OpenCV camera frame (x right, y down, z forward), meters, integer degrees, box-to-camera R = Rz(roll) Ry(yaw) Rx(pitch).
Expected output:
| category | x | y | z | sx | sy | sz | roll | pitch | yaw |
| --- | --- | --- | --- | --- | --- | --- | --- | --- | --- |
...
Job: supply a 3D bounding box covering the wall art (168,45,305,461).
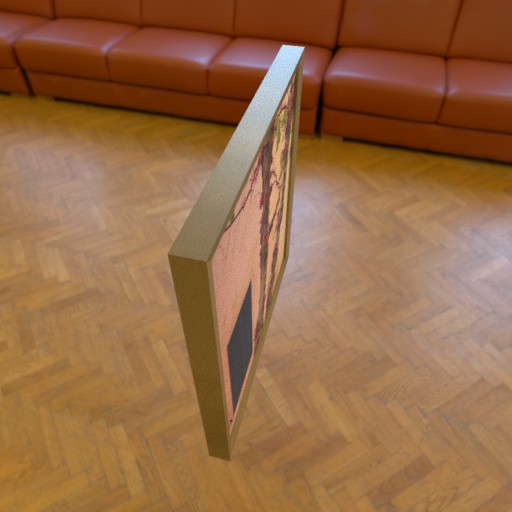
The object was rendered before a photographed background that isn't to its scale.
| category | x | y | z | sx | sy | sz | roll | pitch | yaw |
| --- | --- | --- | --- | --- | --- | --- | --- | --- | --- |
| wall art | 0.000 | 0.000 | 0.759 | 0.038 | 0.508 | 0.507 | 11 | 47 | 10 |
